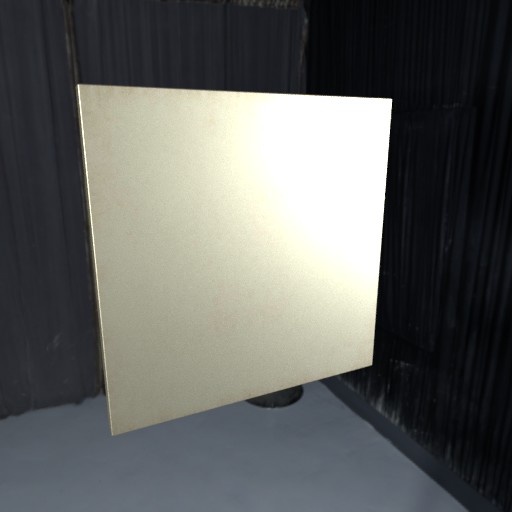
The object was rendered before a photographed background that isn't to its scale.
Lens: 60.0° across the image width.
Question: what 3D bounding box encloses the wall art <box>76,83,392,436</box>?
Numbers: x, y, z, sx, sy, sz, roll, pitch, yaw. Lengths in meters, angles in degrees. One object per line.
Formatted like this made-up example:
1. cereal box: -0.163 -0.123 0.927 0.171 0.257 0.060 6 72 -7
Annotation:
1. wall art: 0.000 0.000 0.731 0.503 0.506 0.030 -7 17 -25
